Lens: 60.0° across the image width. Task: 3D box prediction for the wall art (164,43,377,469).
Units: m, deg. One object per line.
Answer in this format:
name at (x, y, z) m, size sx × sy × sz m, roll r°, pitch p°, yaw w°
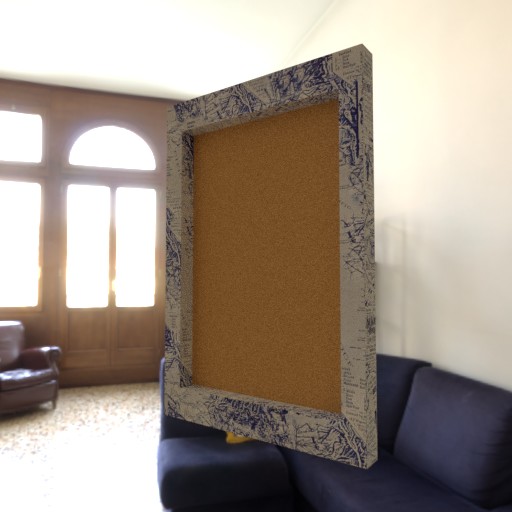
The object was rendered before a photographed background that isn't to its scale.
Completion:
wall art at (0.000, 0.000, 0.760) m, size 0.408 × 0.601 × 0.040 m, roll -2°, pitch -3°, yaw 36°
